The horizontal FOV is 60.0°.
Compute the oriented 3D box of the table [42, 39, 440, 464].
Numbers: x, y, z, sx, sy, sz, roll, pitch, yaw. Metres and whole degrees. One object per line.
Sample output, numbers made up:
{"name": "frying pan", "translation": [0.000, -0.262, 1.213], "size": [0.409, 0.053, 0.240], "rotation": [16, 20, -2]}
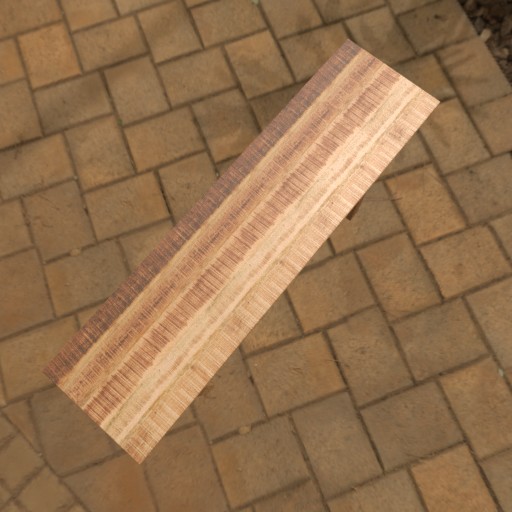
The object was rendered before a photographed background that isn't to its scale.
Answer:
{"name": "table", "translation": [0.000, 0.000, 1.833], "size": [0.405, 0.810, 1.524], "rotation": [39, 79, 9]}
